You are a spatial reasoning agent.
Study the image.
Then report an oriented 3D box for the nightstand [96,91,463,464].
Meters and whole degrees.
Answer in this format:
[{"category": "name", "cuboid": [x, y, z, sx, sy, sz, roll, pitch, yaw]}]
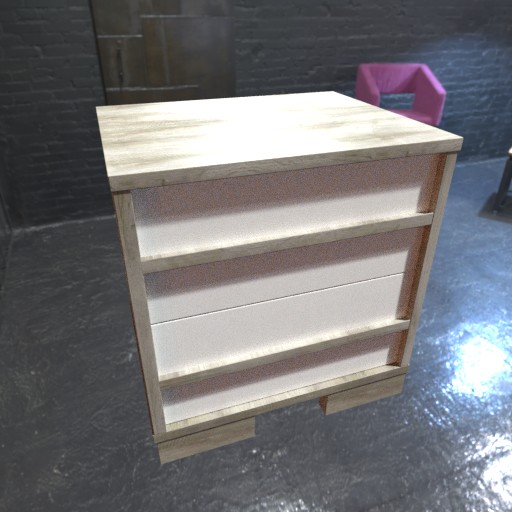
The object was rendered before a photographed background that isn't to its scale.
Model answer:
[{"category": "nightstand", "cuboid": [0.000, 0.000, 0.744, 0.427, 0.448, 0.347, -10, 31, -17]}]
